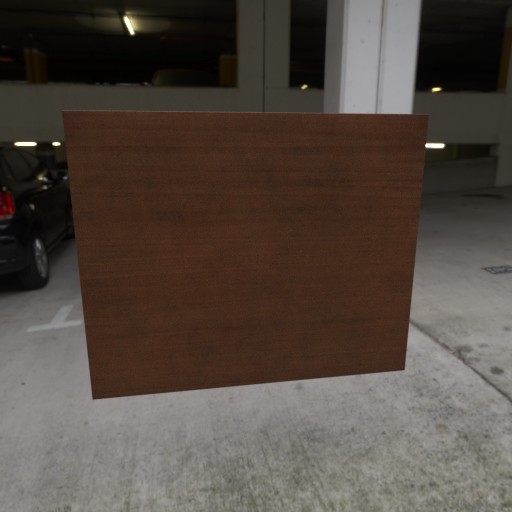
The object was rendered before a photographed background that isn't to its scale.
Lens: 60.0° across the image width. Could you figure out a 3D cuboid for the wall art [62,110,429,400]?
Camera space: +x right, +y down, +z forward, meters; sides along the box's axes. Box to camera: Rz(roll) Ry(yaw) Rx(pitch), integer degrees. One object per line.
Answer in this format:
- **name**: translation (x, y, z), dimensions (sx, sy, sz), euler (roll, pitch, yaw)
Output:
- **wall art**: translation (0.000, 0.000, 0.534), dimensions (0.401, 0.328, 0.030), euler (-3, 15, -10)
